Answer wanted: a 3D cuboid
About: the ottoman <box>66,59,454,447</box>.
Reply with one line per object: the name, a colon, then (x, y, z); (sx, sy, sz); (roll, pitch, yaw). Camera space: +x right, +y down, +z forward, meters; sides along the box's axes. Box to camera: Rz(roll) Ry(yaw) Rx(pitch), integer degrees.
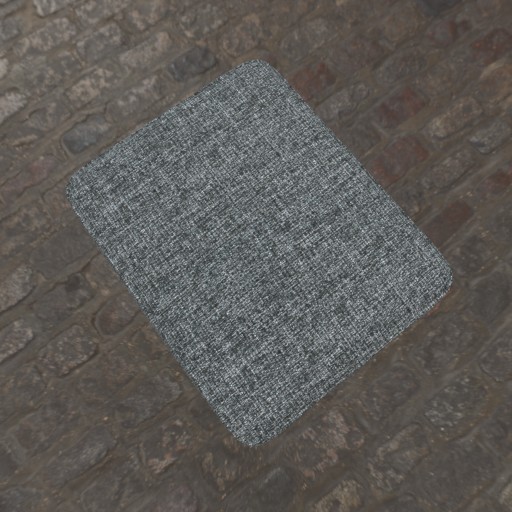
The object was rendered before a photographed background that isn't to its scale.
ottoman: (0.000, 0.000, 1.151); (0.589, 0.537, 0.738); (-37, 78, -9)
